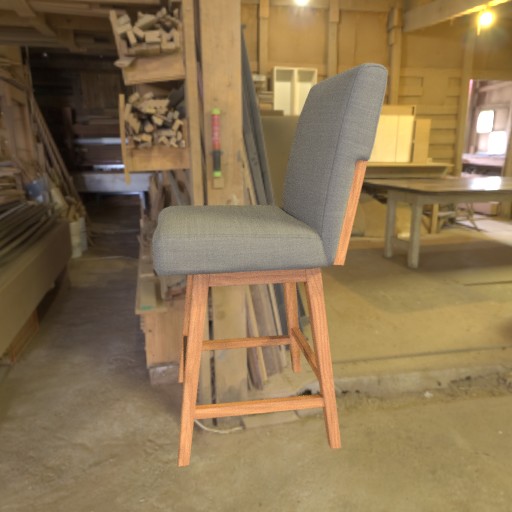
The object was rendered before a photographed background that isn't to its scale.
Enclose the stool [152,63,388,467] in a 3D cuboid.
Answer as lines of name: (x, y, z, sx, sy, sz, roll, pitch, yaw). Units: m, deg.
stool: (0.000, 0.000, 1.304, 0.570, 1.019, 0.459, -2, 15, -9)
